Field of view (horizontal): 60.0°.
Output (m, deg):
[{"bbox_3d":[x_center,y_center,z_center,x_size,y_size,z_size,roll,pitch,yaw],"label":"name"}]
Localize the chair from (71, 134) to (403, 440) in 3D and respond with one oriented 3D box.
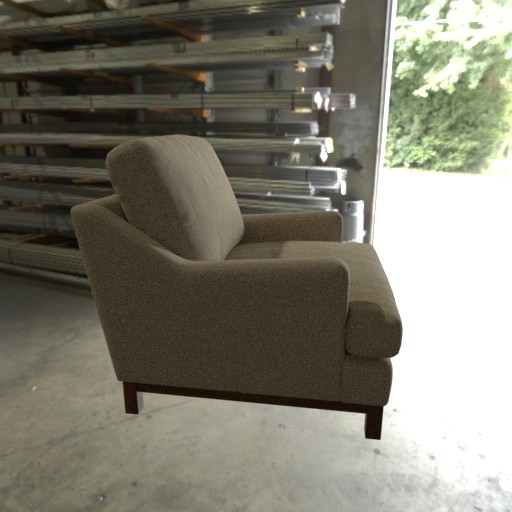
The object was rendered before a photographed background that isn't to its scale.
[{"bbox_3d":[0.000,0.000,1.732,1.001,0.916,0.912,3,16,9],"label":"chair"}]
